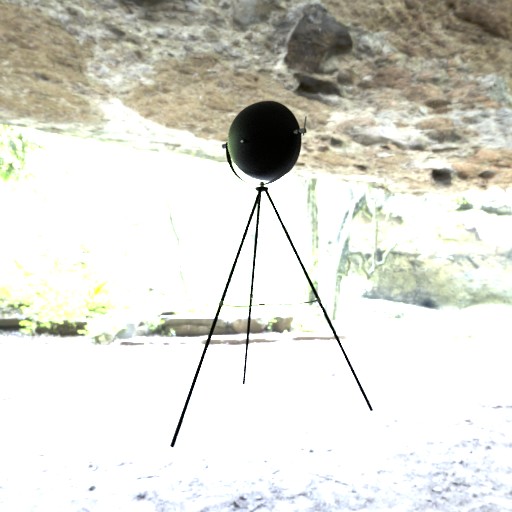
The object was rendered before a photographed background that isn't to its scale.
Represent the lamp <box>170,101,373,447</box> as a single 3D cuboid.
[{"bbox_3d":[0.000,0.000,2.073,0.817,1.512,0.920,-1,-2,35],"label":"lamp"}]
